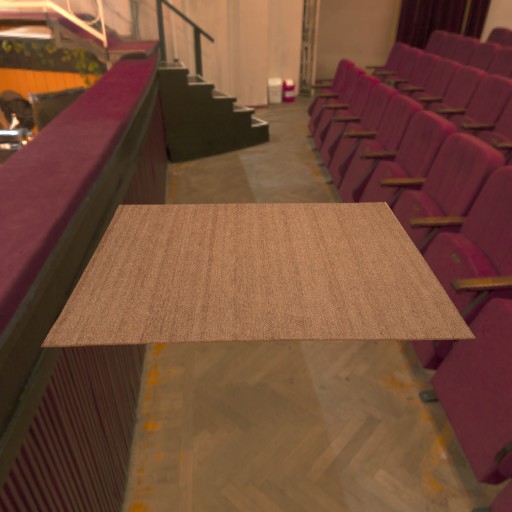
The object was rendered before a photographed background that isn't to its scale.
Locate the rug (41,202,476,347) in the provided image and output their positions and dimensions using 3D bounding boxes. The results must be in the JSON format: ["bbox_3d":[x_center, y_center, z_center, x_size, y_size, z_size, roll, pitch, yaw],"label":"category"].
[{"bbox_3d":[0.000,0.000,5.037,3.778,0.053,2.873,-1,31,-1],"label":"rug"}]
